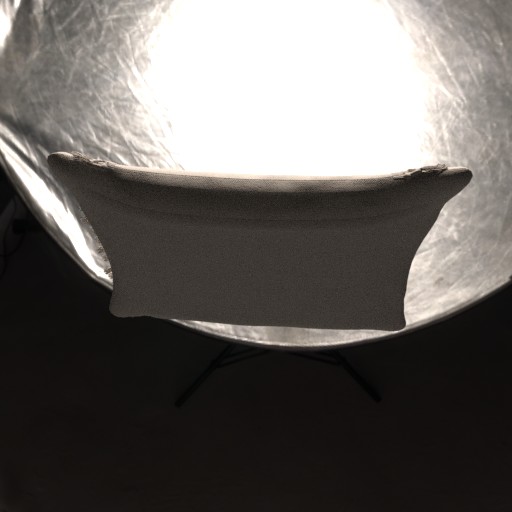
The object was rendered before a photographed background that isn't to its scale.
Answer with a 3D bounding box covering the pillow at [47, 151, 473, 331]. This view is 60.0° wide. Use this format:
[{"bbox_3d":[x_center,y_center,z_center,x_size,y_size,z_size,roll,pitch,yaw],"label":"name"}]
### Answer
[{"bbox_3d":[0.000,0.000,0.588,0.466,0.305,0.084,2,47,2],"label":"pillow"}]
